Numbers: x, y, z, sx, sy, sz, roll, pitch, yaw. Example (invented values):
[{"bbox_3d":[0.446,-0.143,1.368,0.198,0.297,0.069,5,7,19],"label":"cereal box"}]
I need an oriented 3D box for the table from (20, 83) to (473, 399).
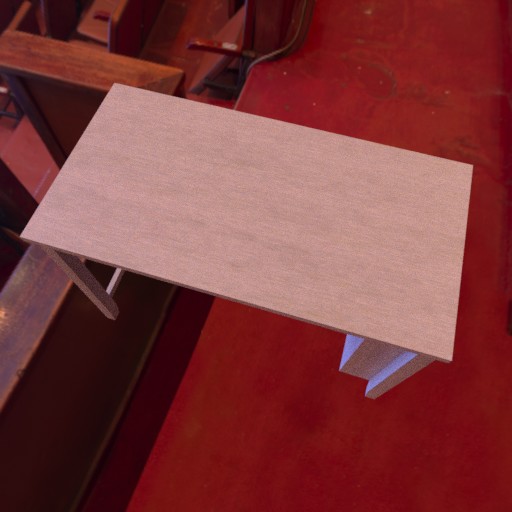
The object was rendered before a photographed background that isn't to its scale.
[{"bbox_3d":[0.000,0.000,1.908,1.397,0.874,0.729,15,65,7],"label":"table"}]
